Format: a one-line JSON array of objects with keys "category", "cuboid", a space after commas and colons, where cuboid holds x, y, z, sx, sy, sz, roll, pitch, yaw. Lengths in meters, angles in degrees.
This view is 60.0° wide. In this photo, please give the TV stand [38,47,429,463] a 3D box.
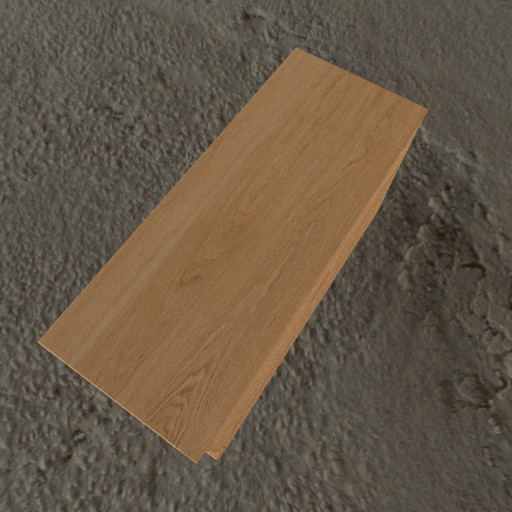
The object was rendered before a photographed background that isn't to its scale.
[{"category": "TV stand", "cuboid": [0.000, 0.000, 1.354, 0.440, 0.550, 1.080, 31, 69, 13]}]
